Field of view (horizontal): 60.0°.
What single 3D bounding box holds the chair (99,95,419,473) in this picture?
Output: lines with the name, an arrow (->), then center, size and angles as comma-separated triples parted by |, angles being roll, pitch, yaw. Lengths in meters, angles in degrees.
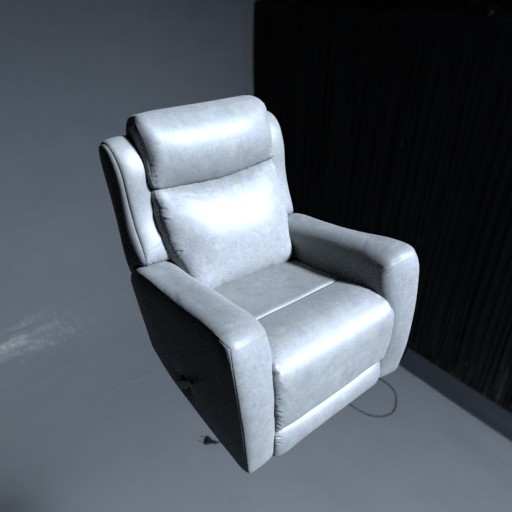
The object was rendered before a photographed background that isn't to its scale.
chair -> 0.000, 0.000, 1.899 | 0.967, 1.116, 1.068 | -22, 38, -31
